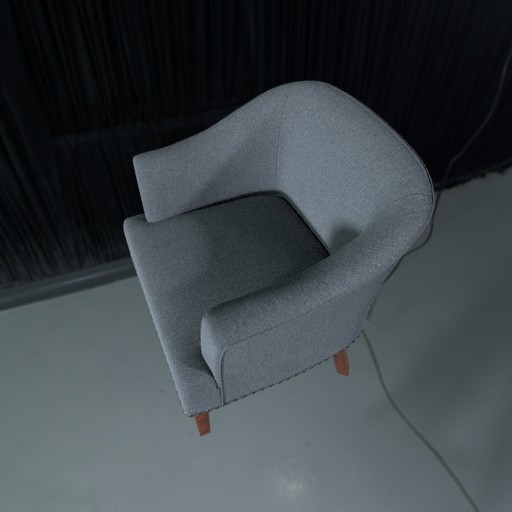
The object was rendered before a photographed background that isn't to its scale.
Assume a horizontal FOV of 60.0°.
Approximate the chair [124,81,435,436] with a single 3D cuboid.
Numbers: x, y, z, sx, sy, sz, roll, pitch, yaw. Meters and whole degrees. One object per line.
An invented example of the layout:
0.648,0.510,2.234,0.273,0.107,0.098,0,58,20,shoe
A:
0.000,0.000,1.379,0.704,0.815,0.798,-17,48,-16,chair
